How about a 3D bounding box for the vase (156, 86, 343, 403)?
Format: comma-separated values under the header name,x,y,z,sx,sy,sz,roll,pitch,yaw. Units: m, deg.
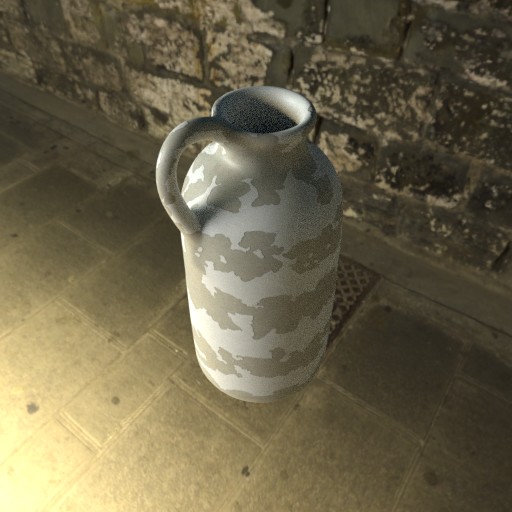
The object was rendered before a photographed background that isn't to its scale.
name,x,y,z,sx,sy,sz,roll,pitch,yaw
vase,0.000,0.000,0.503,0.203,0.382,0.186,-31,54,-26
